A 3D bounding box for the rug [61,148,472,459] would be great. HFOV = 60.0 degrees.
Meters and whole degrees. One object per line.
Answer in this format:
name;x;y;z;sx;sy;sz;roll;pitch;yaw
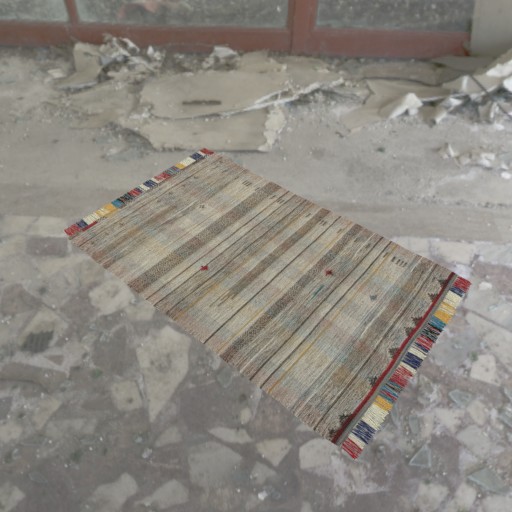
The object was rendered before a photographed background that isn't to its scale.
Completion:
rug;0.000;0.000;3.002;2.465;0.012;1.465;31;53;27
